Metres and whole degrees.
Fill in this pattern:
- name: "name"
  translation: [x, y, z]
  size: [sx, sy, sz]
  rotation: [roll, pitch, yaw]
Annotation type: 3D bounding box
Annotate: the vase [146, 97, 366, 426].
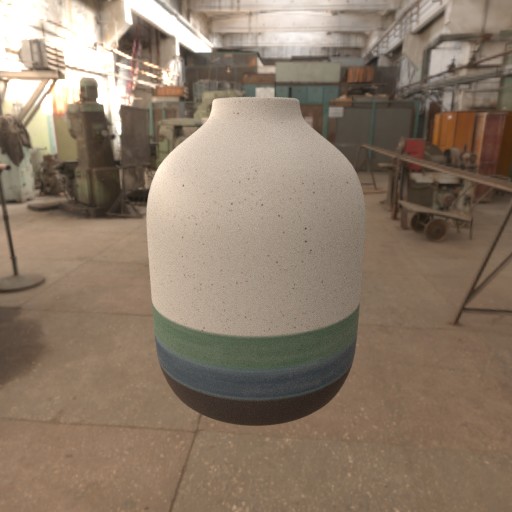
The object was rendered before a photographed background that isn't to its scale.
- name: "vase"
  translation: [0.000, 0.000, 0.360]
  size: [0.169, 0.240, 0.169]
  rotation: [0, 17, 0]
